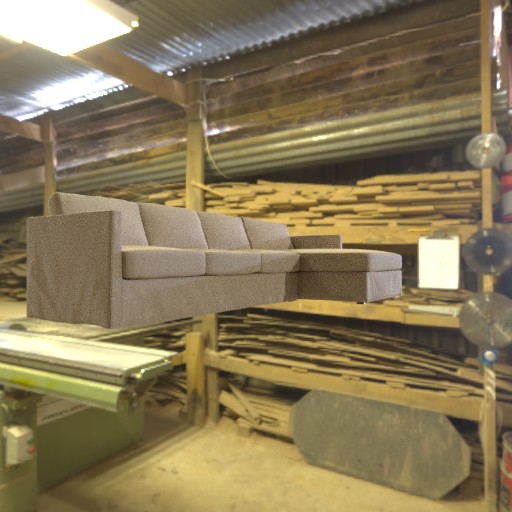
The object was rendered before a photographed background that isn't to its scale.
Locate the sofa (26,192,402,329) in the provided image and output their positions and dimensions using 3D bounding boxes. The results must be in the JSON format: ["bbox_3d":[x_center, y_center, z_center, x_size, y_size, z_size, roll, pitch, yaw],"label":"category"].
[{"bbox_3d":[0.000,0.000,3.866,1.622,0.871,3.206,0,-1,35],"label":"sofa"}]
